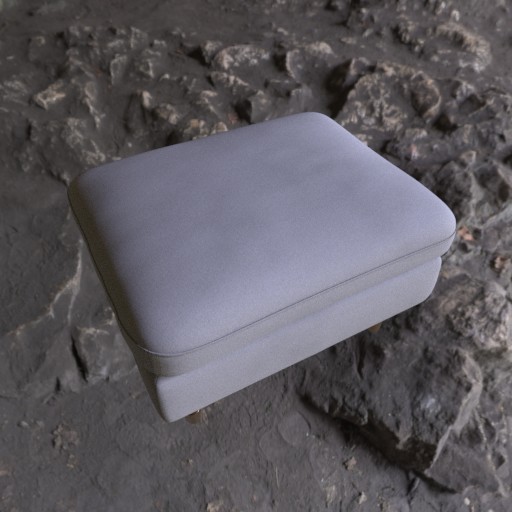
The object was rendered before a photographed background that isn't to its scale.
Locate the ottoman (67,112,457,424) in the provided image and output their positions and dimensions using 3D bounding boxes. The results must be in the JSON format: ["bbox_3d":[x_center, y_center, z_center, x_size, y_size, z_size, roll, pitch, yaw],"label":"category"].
[{"bbox_3d":[0.000,0.000,1.123,0.747,0.478,0.593,-21,49,-20],"label":"ottoman"}]
